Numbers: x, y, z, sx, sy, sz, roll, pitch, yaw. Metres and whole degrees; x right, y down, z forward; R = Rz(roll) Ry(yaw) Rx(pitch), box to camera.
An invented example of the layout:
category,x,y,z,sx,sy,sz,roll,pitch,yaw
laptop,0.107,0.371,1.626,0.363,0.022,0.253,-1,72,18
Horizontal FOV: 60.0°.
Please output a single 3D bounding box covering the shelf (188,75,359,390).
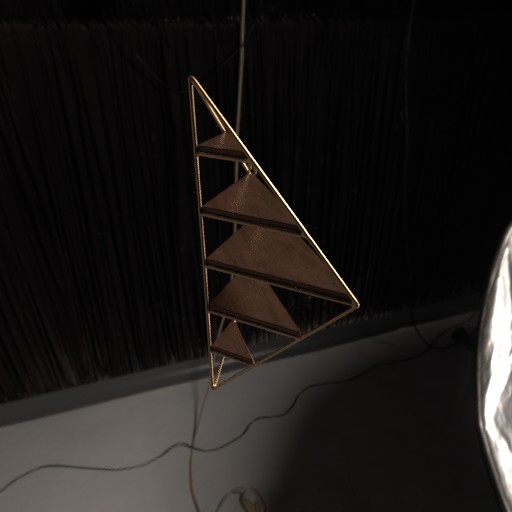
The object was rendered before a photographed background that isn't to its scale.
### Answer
category,x,y,z,sx,sy,sz,roll,pitch,yaw
shelf,0.000,0.000,1.177,0.294,0.913,0.564,-10,33,-17
